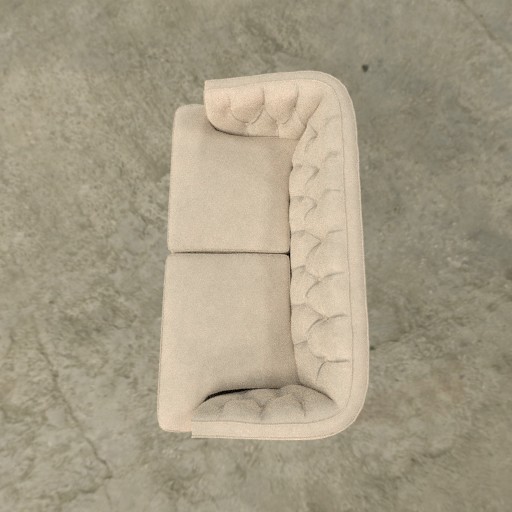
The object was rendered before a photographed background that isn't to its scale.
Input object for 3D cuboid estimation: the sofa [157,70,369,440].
[{"bbox_3d":[0.000,0.000,2.322,0.940,0.878,1.731,0,76,0],"label":"sofa"}]
